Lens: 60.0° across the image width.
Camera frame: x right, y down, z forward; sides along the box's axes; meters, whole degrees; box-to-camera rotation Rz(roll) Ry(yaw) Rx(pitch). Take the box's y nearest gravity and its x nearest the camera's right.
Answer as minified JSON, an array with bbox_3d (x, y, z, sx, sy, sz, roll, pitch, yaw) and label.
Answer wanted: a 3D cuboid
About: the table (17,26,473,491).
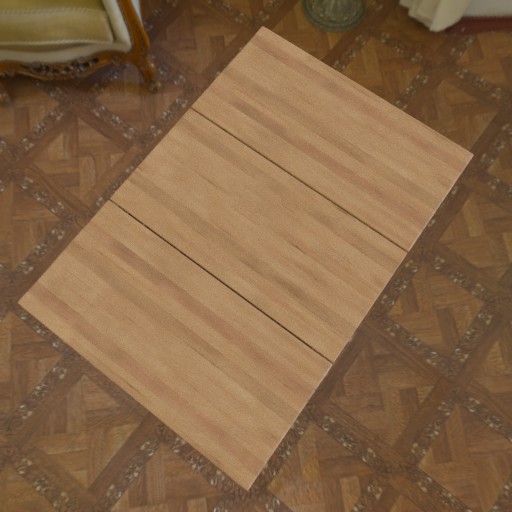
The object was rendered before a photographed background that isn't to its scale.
[{"bbox_3d":[0.000,0.000,1.822,0.900,0.770,1.300,35,78,9],"label":"table"}]
